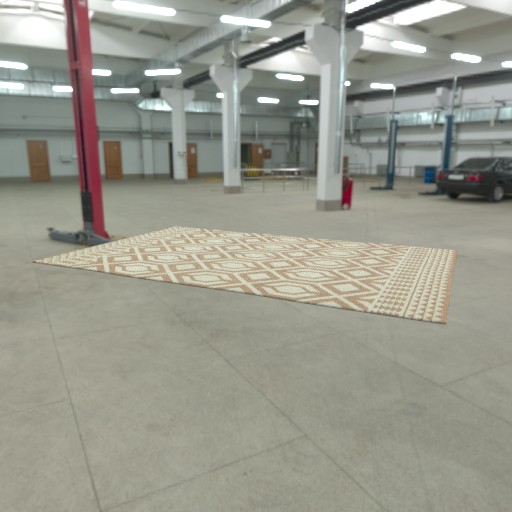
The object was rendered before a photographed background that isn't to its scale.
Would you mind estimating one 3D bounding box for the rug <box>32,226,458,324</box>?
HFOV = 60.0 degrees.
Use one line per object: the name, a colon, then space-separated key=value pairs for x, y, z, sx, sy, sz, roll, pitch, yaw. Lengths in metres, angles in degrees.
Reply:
rug: x=0.000 y=0.000 z=2.970 sx=2.435 sy=0.011 sz=1.526 roll=6 pitch=14 yaw=25
